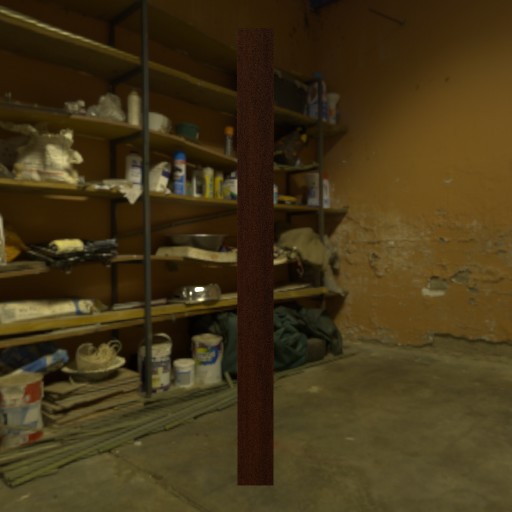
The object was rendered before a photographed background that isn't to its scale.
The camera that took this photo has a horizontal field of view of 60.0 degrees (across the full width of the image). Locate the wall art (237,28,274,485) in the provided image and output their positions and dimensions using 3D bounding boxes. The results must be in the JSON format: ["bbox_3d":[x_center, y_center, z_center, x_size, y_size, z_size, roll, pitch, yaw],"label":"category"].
[{"bbox_3d":[0.000,0.000,0.534,0.030,0.381,0.330,0,1,0],"label":"wall art"}]
